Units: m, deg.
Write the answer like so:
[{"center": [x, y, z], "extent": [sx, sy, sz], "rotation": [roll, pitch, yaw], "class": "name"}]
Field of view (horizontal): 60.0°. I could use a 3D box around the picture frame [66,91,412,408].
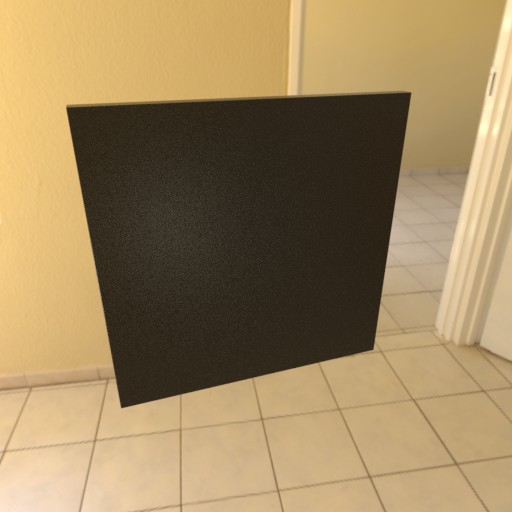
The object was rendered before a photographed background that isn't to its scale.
[{"center": [0.000, 0.000, 0.823], "extent": [0.559, 0.557, 0.029], "rotation": [-9, 28, -17], "class": "picture frame"}]
